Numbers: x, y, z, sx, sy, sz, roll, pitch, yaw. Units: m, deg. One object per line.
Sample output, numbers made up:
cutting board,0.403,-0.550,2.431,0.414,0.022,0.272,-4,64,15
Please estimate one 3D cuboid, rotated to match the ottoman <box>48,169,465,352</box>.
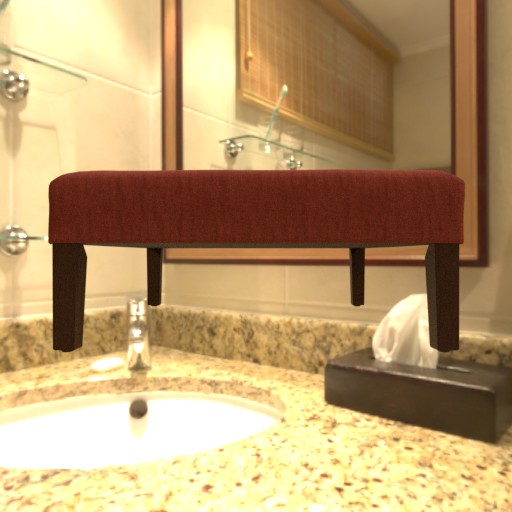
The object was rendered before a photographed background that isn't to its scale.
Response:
ottoman,0.000,0.000,1.379,0.889,0.411,0.890,0,0,0
